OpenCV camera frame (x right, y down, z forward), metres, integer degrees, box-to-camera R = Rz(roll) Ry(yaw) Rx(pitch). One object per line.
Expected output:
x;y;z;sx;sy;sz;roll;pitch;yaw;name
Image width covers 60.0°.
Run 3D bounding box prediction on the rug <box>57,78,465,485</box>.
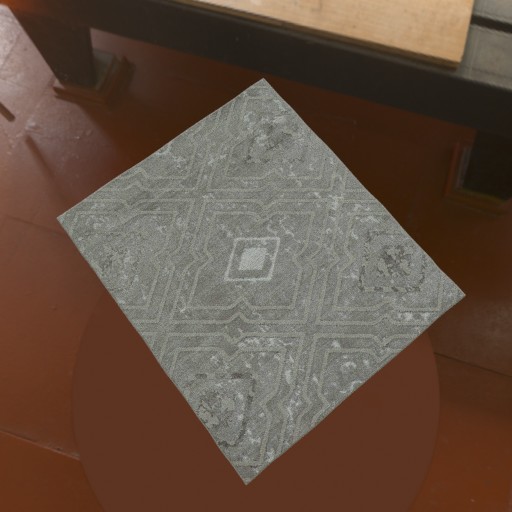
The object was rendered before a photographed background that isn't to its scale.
0.000;0.000;0.892;0.548;0.006;0.639;-37;78;-10;rug
